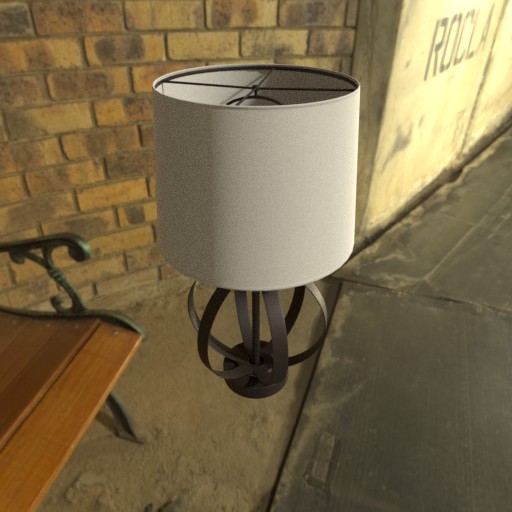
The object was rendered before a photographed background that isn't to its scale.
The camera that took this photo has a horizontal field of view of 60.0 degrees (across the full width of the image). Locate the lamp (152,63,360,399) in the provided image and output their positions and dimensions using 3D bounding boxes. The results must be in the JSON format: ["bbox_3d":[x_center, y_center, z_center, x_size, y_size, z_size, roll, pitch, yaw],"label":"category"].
[{"bbox_3d":[0.000,0.000,0.682,0.286,0.510,0.286,0,32,0],"label":"lamp"}]
